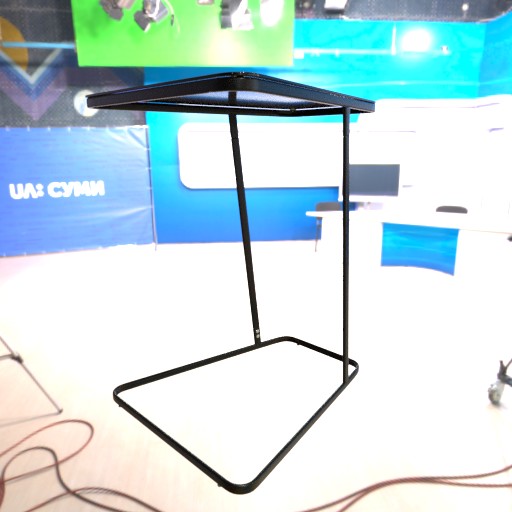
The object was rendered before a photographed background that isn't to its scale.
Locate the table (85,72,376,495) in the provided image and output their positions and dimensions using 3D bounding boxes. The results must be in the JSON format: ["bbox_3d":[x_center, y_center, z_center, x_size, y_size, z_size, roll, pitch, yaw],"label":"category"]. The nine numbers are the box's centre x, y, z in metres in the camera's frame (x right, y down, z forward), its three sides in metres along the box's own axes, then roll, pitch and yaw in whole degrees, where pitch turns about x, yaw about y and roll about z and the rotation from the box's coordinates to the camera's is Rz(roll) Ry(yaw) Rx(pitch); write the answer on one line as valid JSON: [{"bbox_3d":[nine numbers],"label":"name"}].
[{"bbox_3d":[0.000,0.000,0.922,0.427,0.624,0.500,14,19,43],"label":"table"}]
